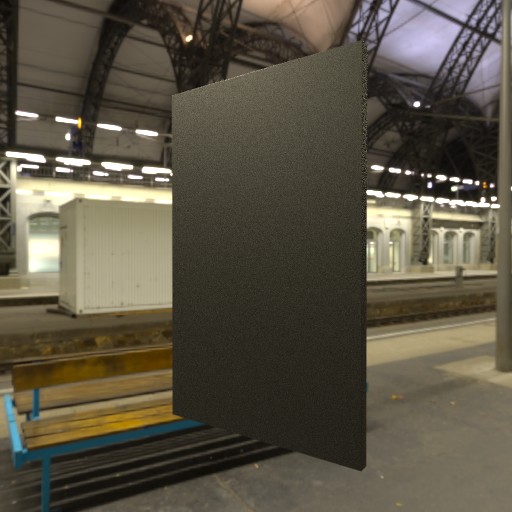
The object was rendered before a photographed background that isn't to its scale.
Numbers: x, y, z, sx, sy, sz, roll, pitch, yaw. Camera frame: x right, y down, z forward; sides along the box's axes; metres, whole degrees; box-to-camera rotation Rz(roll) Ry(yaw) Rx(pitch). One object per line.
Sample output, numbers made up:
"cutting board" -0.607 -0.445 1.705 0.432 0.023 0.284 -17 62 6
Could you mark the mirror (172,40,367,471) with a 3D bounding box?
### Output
"mirror" 0.000 0.000 1.489 0.762 1.219 0.038 0 1 36
